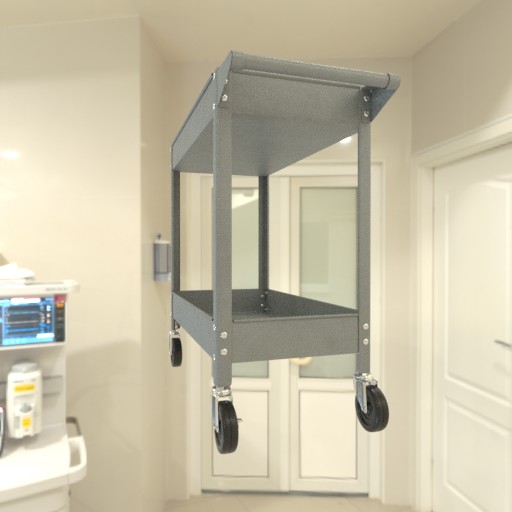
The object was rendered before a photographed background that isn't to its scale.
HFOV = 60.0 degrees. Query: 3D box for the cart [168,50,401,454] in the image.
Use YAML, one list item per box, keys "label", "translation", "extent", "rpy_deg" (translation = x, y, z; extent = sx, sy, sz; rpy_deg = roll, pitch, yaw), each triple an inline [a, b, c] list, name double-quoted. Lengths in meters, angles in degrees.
- label: "cart"
  translation: [0.000, 0.000, 1.162]
  extent: [0.366, 0.719, 0.779]
  rpy_deg: [0, 1, -18]
